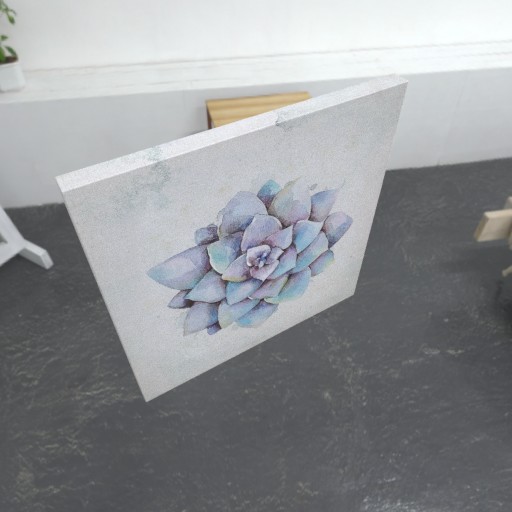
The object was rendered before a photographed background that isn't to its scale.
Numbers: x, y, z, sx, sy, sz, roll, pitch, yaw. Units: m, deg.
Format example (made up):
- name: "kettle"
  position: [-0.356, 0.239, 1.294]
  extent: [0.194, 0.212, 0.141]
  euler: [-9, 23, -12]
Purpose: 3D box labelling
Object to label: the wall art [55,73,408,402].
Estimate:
- name: "wall art"
  position: [0.000, 0.000, 0.915]
  extent: [0.612, 0.612, 0.040]
  euler: [-24, 51, -21]
